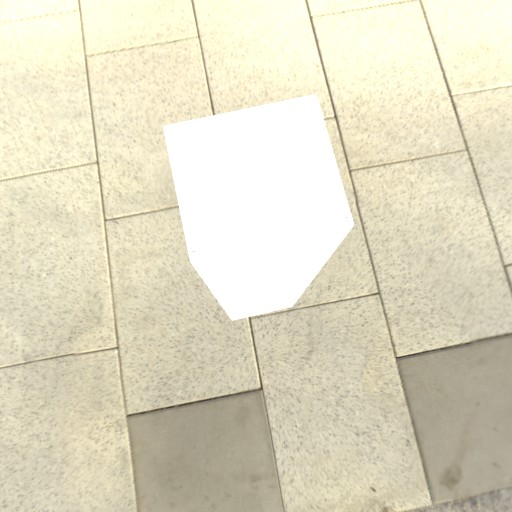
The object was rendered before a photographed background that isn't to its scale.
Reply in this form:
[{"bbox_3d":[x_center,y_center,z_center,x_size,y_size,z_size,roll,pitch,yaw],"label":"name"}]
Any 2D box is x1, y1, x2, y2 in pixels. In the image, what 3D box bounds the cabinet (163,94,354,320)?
[{"bbox_3d":[0.000,0.000,1.502,0.300,1.400,0.269,-13,78,-3],"label":"cabinet"}]
